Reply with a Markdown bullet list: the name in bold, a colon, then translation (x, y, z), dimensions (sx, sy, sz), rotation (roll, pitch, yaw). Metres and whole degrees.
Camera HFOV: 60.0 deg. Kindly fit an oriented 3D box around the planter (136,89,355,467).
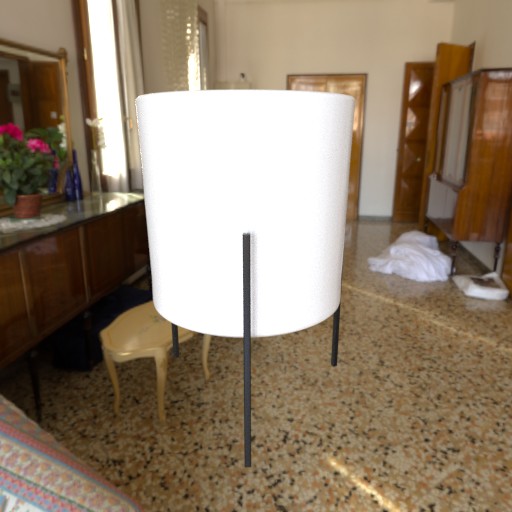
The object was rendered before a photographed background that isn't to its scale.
- **planter**: translation (0.000, 0.000, 0.643), dimensions (0.308, 0.431, 0.307), rotation (-8, 18, -25)
